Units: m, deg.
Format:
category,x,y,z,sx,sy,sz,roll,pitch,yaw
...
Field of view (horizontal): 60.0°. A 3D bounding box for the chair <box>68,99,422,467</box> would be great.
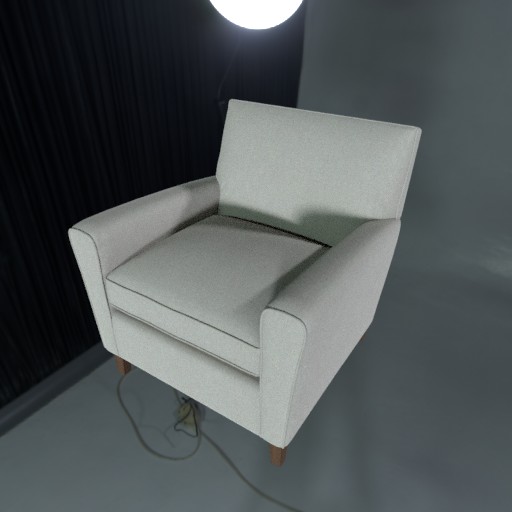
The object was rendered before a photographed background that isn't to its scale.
category,x,y,z,sx,sy,sz,roll,pitch,yaw
chair,0.000,0.000,1.567,0.840,0.846,0.871,19,36,28
